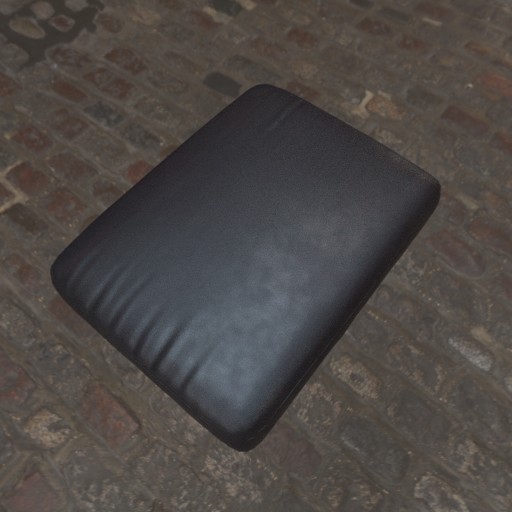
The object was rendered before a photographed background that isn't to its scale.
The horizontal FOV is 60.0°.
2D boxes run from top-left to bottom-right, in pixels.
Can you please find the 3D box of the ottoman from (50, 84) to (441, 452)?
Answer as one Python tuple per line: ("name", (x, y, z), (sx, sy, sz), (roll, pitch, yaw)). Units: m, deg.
("ottoman", (0.000, 0.000, 1.102), (0.570, 0.402, 0.764), (36, 68, 17))
